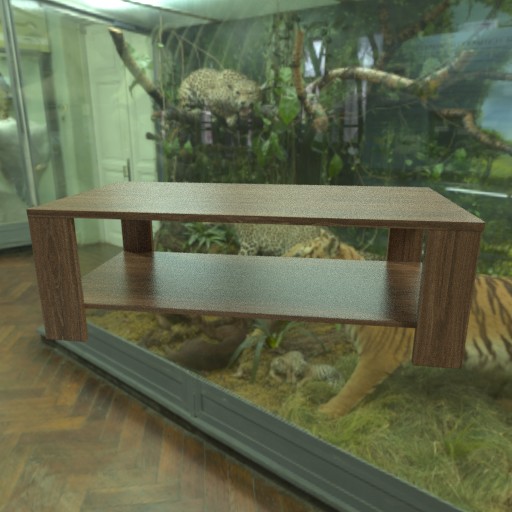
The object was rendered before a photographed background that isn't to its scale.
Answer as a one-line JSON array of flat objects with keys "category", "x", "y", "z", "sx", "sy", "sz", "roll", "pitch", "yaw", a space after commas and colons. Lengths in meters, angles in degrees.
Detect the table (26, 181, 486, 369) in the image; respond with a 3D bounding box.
[{"category": "table", "x": 0.000, "y": 0.000, "z": 1.488, "sx": 1.200, "sy": 0.400, "sz": 0.600, "roll": 2, "pitch": 17, "yaw": 8}]
